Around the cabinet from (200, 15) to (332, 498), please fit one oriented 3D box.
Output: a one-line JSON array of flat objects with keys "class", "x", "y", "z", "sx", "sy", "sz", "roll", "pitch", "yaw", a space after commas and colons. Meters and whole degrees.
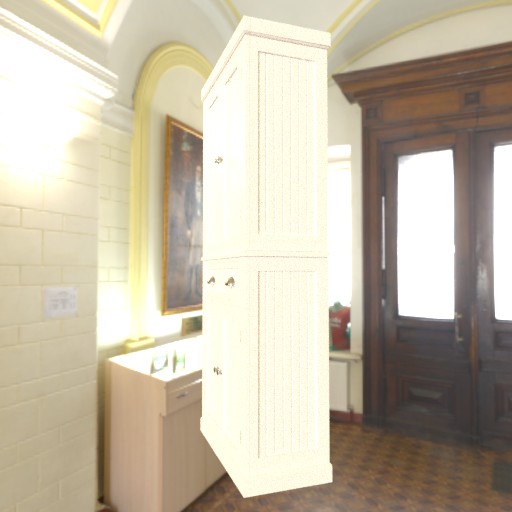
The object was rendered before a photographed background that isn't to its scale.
[{"class": "cabinet", "x": 0.000, "y": 0.000, "z": 2.093, "sx": 0.390, "sy": 1.829, "sz": 0.754, "roll": 1, "pitch": -2, "yaw": -19}]
